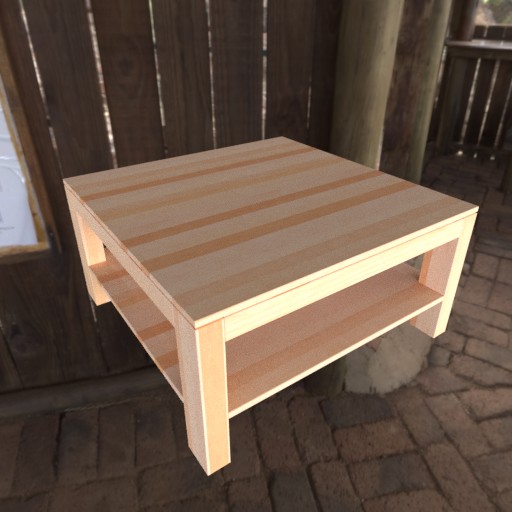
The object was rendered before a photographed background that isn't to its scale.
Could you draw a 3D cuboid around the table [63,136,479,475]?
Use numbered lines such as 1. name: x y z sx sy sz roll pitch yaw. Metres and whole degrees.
1. table: 0.000 0.000 1.454 0.900 0.450 0.900 -19 35 -30
